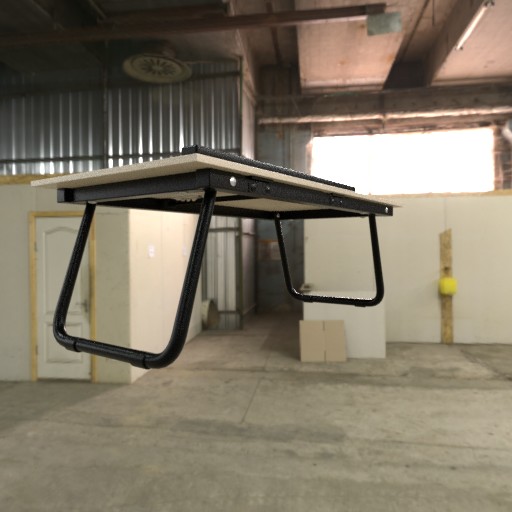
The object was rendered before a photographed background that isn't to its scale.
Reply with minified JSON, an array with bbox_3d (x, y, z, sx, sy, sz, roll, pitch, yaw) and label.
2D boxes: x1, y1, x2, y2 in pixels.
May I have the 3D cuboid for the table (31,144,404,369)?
[{"bbox_3d":[0.000,0.000,0.794,0.322,0.242,0.644,1,2,36],"label":"table"}]
